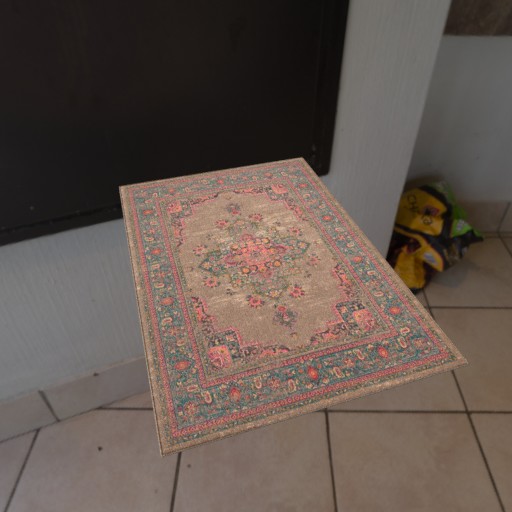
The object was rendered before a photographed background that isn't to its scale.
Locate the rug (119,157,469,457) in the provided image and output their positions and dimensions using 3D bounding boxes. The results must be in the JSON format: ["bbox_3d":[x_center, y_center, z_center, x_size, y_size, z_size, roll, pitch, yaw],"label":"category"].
[{"bbox_3d":[0.000,0.000,3.691,2.005,0.013,2.890,-12,42,-13],"label":"rug"}]
